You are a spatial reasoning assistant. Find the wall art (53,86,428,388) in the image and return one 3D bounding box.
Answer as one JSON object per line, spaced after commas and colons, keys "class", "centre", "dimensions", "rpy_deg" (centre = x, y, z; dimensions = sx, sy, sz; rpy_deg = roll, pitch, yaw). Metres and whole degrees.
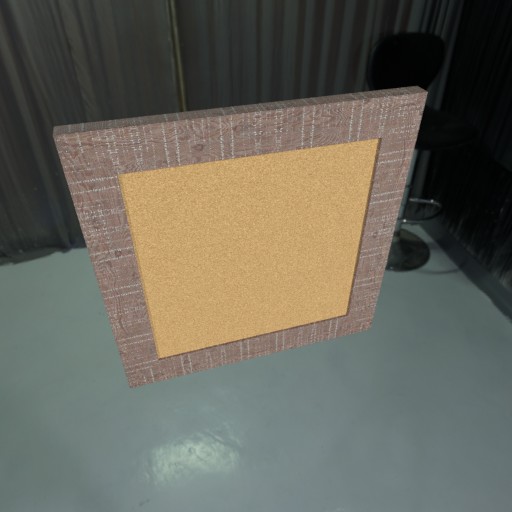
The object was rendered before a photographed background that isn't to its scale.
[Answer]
{"class": "wall art", "centre": [0.000, 0.000, 0.783], "dimensions": [0.531, 0.531, 0.029], "rpy_deg": [-11, 40, -13]}
